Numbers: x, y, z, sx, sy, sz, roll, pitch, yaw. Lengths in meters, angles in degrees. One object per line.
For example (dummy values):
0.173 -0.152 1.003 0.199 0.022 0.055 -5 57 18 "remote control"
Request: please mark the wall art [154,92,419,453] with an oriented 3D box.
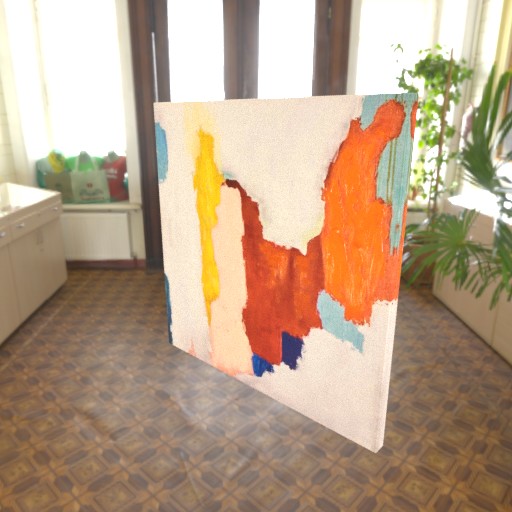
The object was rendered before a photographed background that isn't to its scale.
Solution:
0.000 0.000 1.218 0.814 0.814 0.037 15 23 40 "wall art"
